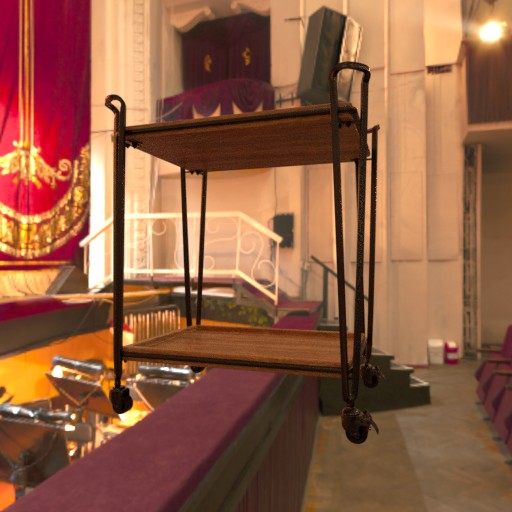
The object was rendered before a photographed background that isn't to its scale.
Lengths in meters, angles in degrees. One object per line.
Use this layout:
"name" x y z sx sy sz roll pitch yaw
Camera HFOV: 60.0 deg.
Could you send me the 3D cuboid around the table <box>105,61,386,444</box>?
"table" 0.000 0.000 1.223 0.672 0.785 0.505 0 -1 18
